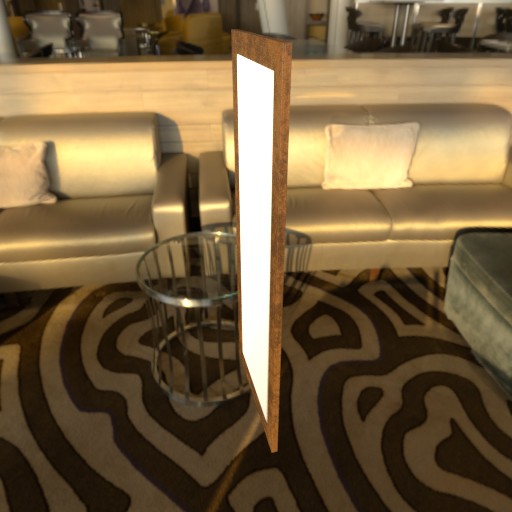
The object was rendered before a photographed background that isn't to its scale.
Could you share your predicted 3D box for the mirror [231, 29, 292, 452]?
[{"bbox_3d":[0.000,0.000,2.269,0.032,2.031,0.812,-7,31,-13],"label":"mirror"}]
